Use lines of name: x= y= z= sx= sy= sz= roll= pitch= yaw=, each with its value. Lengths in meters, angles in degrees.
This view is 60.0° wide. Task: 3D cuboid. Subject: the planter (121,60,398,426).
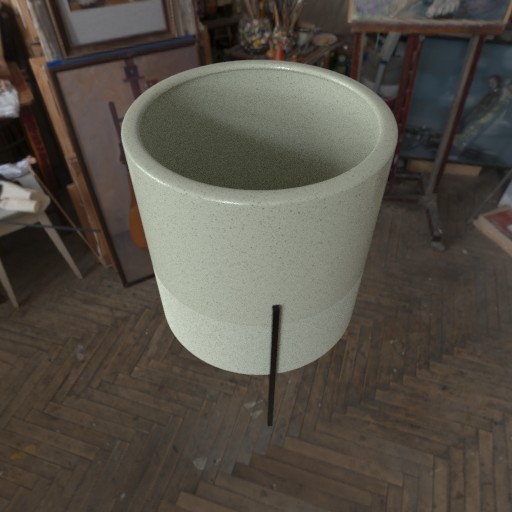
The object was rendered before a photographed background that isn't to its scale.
planter: x=0.000 y=0.000 z=0.684 sx=0.323 sy=0.475 sz=0.314 roll=18 pitch=49 yaw=16
